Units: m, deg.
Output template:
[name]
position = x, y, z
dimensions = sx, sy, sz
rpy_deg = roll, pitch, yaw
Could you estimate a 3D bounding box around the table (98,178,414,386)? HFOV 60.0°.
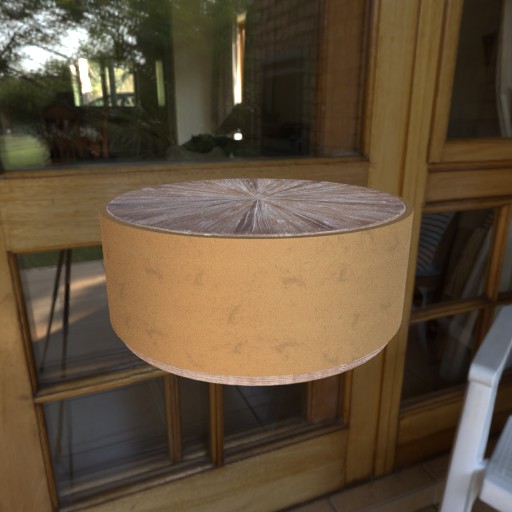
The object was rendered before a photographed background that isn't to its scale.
[table]
position = 0.000, 0.000, 1.544
dimensions = 1.001, 0.409, 1.001
rpy_deg = 0, 18, 0
